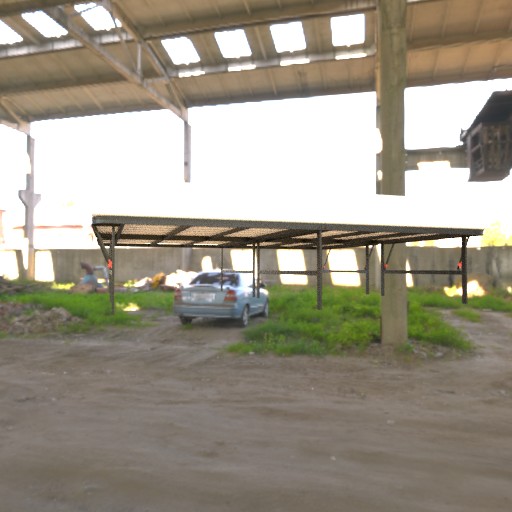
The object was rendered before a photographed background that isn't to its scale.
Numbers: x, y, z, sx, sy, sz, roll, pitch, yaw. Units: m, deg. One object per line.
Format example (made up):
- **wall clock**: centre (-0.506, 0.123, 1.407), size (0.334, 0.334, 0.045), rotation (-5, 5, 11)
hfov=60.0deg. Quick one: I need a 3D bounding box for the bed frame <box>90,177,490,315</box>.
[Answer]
- **bed frame**: centre (0.000, 0.000, 2.984), size (2.032, 0.559, 1.930), rotation (1, -2, -19)
